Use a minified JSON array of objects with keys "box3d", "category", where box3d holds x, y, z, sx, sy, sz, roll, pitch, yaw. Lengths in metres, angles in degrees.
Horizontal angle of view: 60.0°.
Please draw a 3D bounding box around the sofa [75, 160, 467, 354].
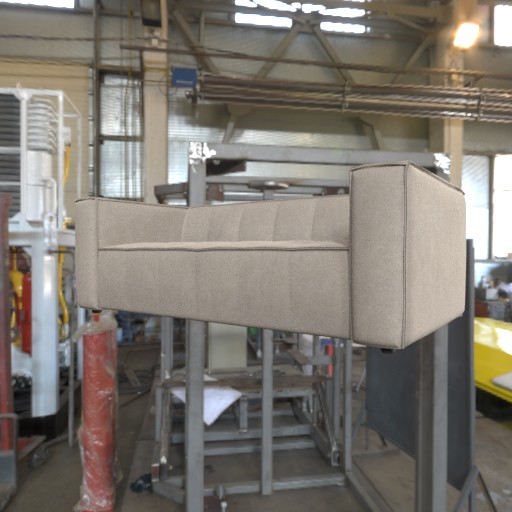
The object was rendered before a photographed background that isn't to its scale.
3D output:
[{"box3d":[0.000,0.000,2.451,1.995,0.680,1.038,1,1,36],"category":"sofa"}]
